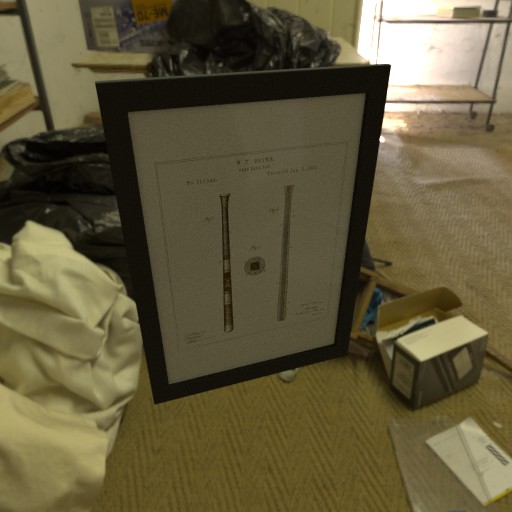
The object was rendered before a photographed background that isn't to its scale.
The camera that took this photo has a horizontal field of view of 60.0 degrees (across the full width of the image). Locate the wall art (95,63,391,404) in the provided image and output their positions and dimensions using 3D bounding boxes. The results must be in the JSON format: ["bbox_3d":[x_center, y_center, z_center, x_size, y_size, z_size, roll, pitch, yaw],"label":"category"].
[{"bbox_3d":[0.000,0.000,0.680,0.374,0.529,0.012,-10,34,-16],"label":"wall art"}]
